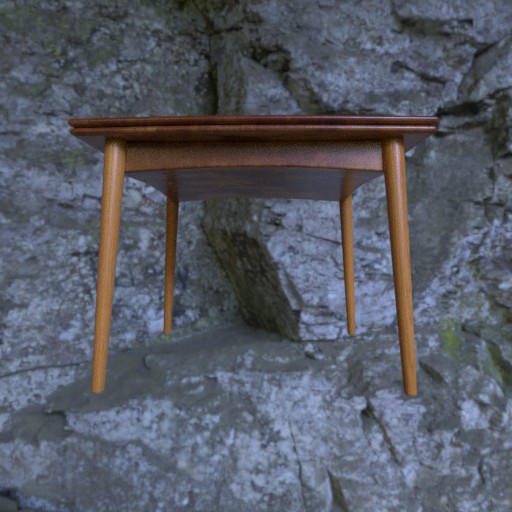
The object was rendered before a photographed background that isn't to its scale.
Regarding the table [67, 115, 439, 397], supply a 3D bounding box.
[{"bbox_3d":[0.000,0.000,1.648,0.991,0.754,0.991,0,1,2],"label":"table"}]
